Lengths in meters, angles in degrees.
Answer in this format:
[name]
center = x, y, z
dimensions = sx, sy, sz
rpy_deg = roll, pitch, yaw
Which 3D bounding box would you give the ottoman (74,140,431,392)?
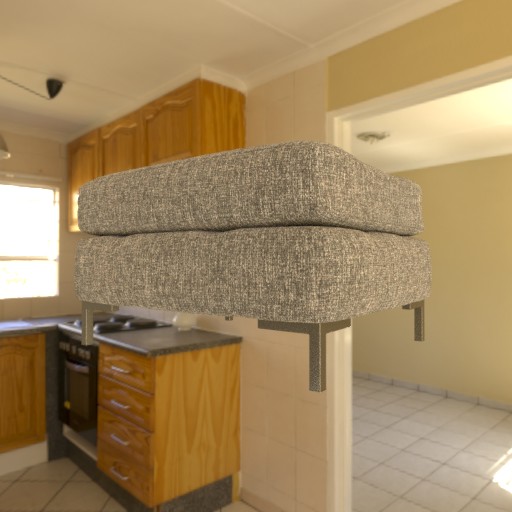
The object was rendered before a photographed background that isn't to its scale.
[ottoman]
center = 0.000, 0.000, 1.235
dimensions = 0.828, 0.480, 0.683
rpy_deg = 0, -1, 37
